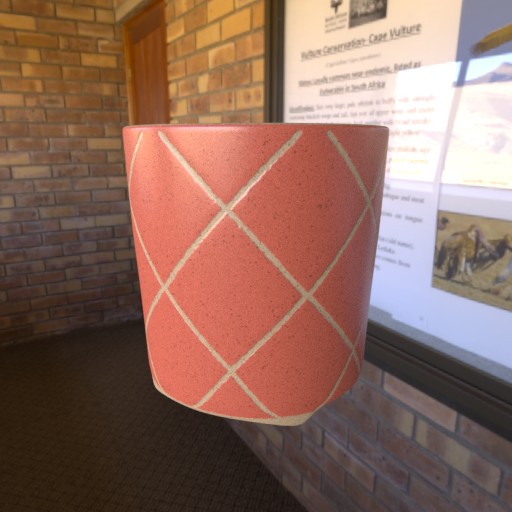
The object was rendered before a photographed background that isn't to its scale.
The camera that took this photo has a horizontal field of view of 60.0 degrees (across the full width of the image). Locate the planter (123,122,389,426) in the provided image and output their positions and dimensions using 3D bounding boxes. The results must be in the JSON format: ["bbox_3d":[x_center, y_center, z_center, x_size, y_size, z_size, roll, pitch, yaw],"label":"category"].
[{"bbox_3d":[0.000,0.000,0.422,0.227,0.235,0.227,0,14,0],"label":"planter"}]
